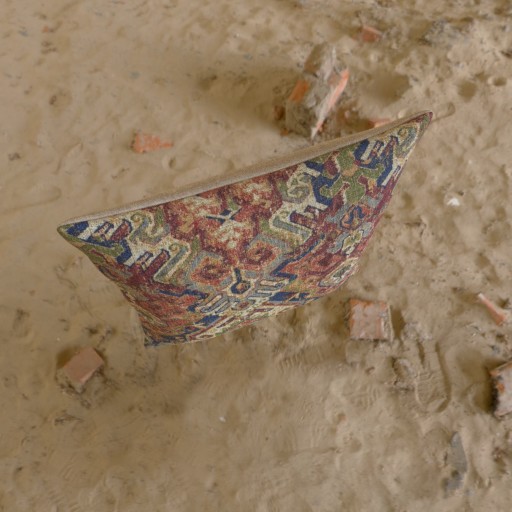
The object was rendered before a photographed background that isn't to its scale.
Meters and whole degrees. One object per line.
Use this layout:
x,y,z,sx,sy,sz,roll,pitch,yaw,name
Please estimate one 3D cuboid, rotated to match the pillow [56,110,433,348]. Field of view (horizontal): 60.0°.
0.000,0.000,0.790,0.523,0.506,0.166,-19,65,-9,pillow
